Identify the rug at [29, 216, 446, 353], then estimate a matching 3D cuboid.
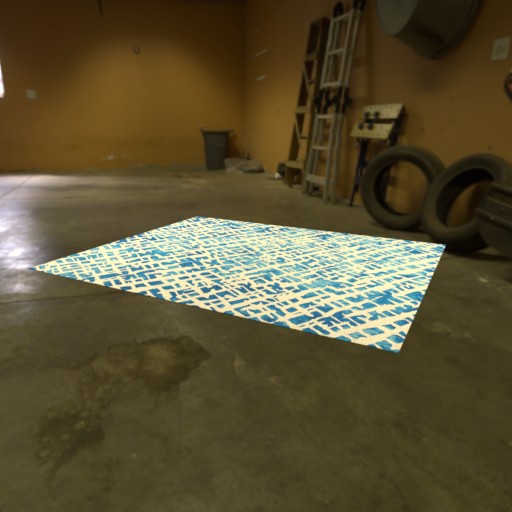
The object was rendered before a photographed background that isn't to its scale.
[{"bbox_3d":[0.000,0.000,4.051,3.007,0.007,2.435,9,19,27],"label":"rug"}]
